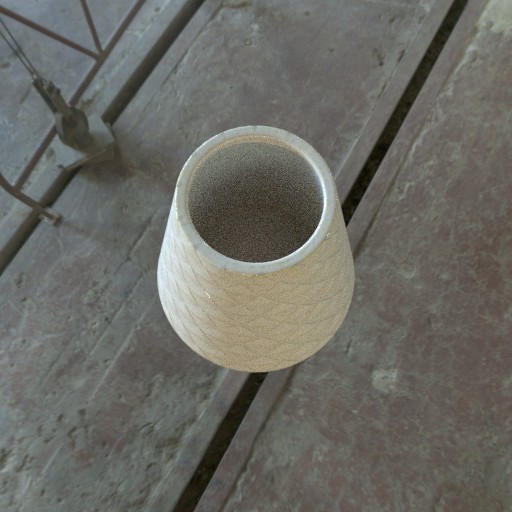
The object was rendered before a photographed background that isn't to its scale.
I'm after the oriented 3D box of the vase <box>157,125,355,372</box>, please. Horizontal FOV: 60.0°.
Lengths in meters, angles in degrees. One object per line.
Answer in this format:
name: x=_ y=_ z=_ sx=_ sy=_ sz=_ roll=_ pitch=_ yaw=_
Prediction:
vase: x=0.000 y=0.000 z=0.348 sx=0.175 sy=0.230 sz=0.175 roll=0 pitch=74 yaw=0
